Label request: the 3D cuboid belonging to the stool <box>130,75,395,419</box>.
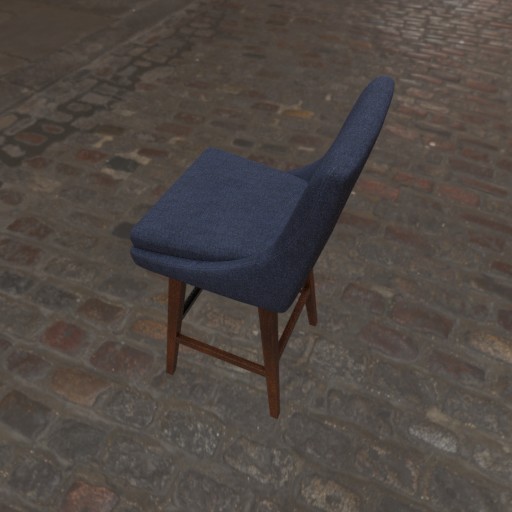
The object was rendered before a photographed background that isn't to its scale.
[{"bbox_3d":[0.000,0.000,1.378,0.572,1.068,0.489,17,49,16],"label":"stool"}]
